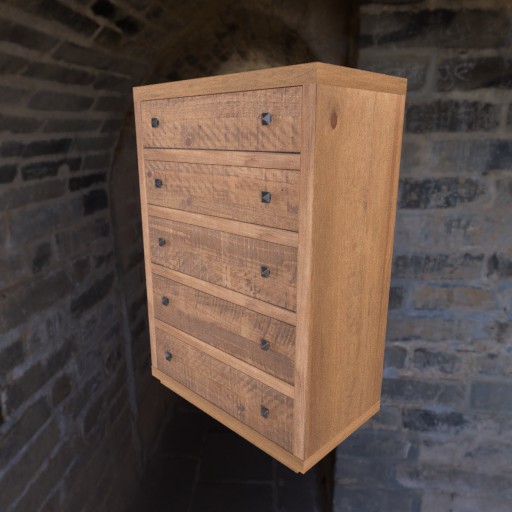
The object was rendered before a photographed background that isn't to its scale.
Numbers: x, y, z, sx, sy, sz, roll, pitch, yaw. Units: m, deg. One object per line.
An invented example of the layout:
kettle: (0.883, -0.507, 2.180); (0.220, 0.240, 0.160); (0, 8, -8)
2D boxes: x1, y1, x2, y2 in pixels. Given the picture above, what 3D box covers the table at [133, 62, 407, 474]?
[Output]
table: (0.000, 0.000, 1.771); (0.901, 1.294, 0.524); (14, 21, 43)
